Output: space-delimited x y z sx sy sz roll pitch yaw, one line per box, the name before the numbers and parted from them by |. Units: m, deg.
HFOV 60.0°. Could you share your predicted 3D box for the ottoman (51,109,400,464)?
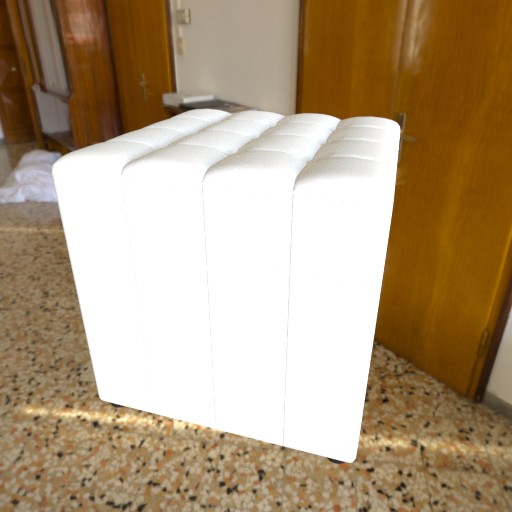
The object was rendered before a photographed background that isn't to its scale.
ottoman | 0.000 0.000 0.777 0.425 0.432 0.425 8 28 15
